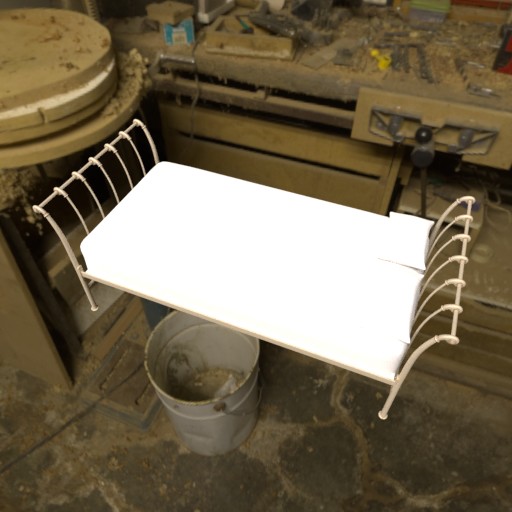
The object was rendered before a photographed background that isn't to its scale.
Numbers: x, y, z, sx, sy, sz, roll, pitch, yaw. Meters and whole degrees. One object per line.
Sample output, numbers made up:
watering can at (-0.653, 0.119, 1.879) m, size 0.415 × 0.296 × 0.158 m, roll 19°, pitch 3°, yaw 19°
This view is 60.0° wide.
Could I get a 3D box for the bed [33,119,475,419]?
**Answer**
bed at (0.000, 0.000, 2.741) m, size 2.228 × 0.873 × 1.032 m, roll 17°, pitch 49°, yaw 15°
